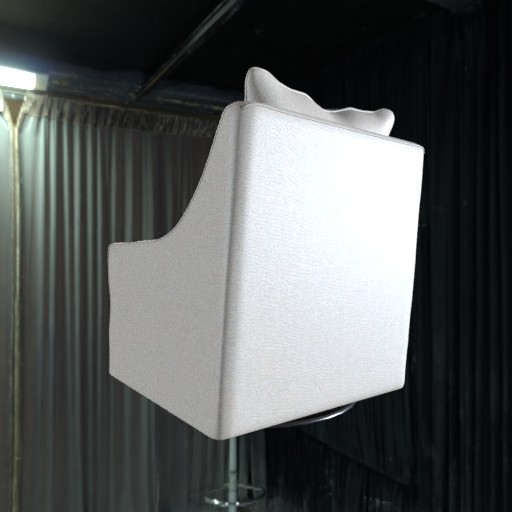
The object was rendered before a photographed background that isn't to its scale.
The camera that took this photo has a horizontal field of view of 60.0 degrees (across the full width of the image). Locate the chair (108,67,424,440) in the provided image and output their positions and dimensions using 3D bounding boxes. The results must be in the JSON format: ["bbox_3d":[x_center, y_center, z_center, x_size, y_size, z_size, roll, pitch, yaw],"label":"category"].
[{"bbox_3d":[0.000,0.000,1.553,0.760,0.942,0.876,0,0,-37],"label":"chair"}]
